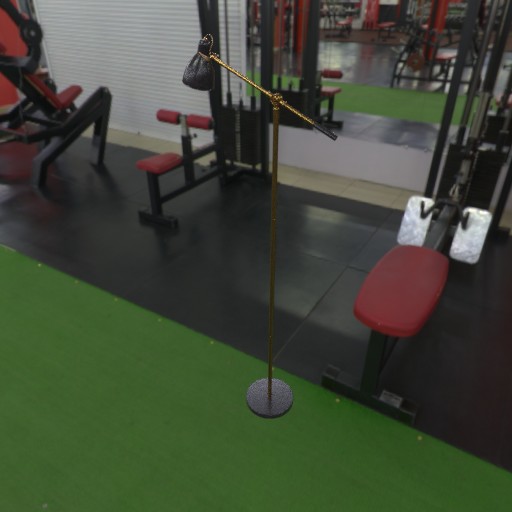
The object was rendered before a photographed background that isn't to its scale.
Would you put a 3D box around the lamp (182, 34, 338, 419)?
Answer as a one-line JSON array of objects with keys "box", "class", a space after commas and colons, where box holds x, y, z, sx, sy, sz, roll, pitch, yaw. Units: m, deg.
[{"box": [0.000, 0.000, 1.833, 0.618, 1.628, 0.235, 20, 37, 29], "class": "lamp"}]
